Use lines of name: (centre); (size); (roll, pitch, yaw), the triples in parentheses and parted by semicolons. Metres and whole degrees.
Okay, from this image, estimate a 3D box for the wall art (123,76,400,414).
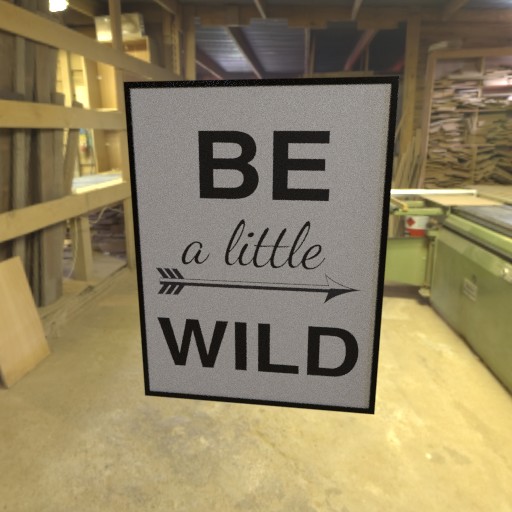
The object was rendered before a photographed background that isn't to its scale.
wall art: (0.000, 0.000, 0.781); (0.442, 0.582, 0.013); (2, 14, 8)
